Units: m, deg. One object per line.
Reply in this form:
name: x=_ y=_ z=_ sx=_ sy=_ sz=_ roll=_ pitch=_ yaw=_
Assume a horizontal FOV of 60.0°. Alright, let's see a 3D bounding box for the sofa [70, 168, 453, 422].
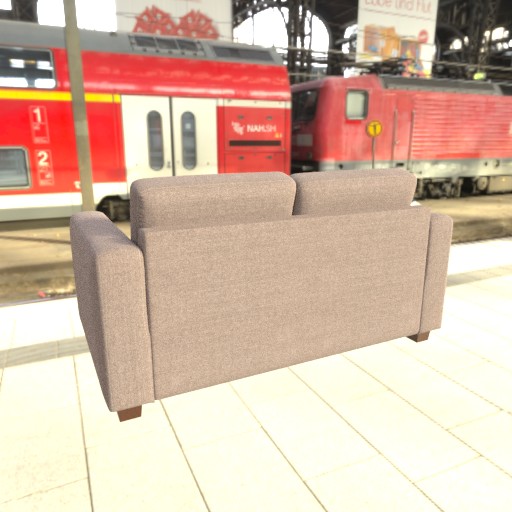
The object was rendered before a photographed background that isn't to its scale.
sofa: x=0.000 y=0.000 z=2.038 sx=1.520 sy=0.800 sz=0.900 roll=-7 pitch=16 yaw=-26
